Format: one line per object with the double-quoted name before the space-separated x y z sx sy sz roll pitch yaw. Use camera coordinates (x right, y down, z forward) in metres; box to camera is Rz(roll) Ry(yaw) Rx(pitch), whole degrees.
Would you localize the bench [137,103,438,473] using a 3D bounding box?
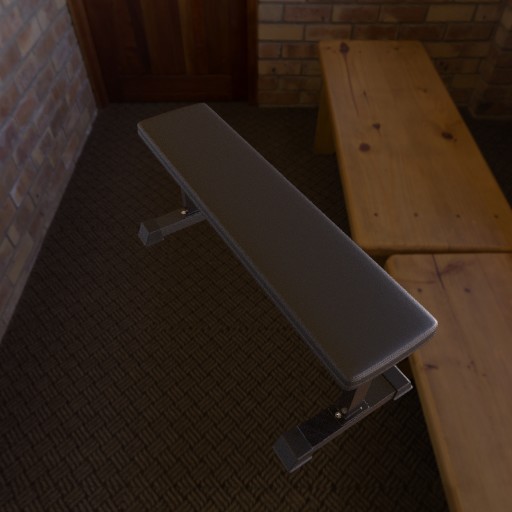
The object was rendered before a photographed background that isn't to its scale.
"bench" 0.000 0.000 1.330 0.439 0.453 1.072 -25 53 -21
